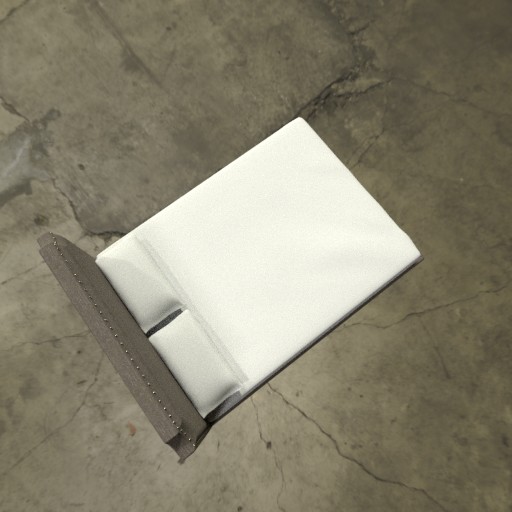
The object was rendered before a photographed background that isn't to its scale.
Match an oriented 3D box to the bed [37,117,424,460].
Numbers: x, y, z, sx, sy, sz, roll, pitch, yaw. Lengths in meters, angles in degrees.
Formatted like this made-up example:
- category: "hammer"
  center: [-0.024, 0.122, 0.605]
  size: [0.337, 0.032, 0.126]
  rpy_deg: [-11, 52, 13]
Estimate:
- category: "bed"
  center: [0.000, 0.000, 3.533]
  size: [2.381, 1.457, 1.713]
  rpy_deg: [-36, 79, -9]
